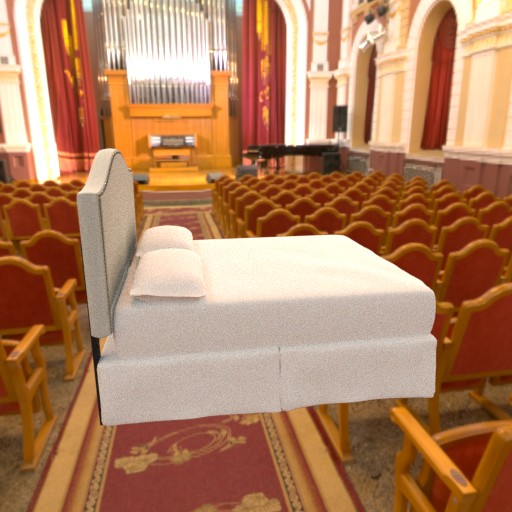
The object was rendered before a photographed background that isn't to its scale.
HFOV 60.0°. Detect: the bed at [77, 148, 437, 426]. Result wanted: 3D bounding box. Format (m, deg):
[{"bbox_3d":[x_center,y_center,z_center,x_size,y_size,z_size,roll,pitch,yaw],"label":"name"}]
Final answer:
[{"bbox_3d":[0.000,0.000,3.393,2.180,1.607,1.813,-3,16,-9],"label":"bed"}]
